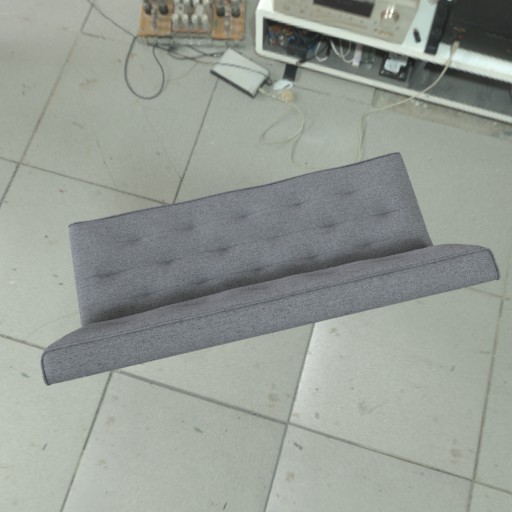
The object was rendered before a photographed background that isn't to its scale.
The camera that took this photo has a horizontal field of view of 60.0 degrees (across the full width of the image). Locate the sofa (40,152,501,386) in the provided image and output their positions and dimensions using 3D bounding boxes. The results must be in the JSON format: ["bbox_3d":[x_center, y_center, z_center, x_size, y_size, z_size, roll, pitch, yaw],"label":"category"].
[{"bbox_3d":[0.000,0.000,2.171,1.820,0.830,0.810,-13,76,-3],"label":"sofa"}]
